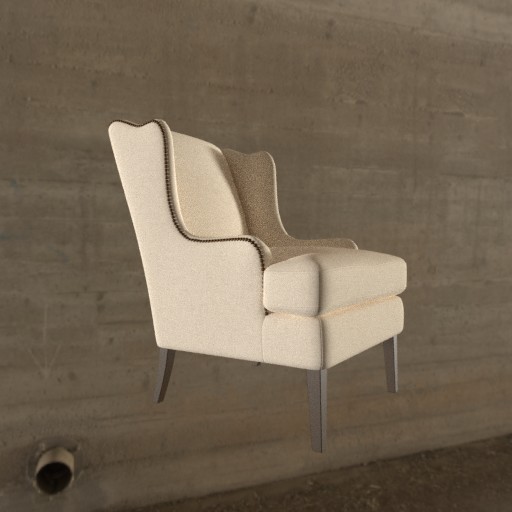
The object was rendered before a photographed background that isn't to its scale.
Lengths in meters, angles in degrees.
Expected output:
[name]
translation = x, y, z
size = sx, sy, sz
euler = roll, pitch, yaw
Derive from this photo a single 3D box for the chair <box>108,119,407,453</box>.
[chair]
translation = 0.000, 0.000, 1.679
size = 0.940, 1.029, 0.737
euler = 1, 2, 36
